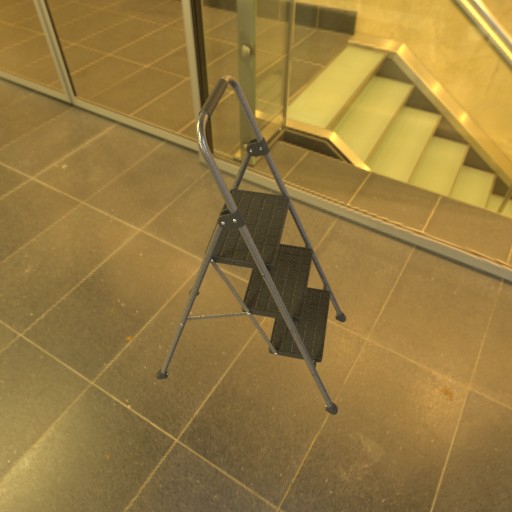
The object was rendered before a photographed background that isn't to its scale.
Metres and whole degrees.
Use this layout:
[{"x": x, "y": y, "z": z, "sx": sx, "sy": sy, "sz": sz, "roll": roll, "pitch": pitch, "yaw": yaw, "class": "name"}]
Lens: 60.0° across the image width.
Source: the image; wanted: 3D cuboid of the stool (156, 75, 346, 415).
[{"x": 0.000, "y": 0.000, "z": 1.480, "sx": 0.733, "sy": 1.121, "sz": 0.473, "roll": 9, "pitch": 48, "yaw": 8, "class": "stool"}]
